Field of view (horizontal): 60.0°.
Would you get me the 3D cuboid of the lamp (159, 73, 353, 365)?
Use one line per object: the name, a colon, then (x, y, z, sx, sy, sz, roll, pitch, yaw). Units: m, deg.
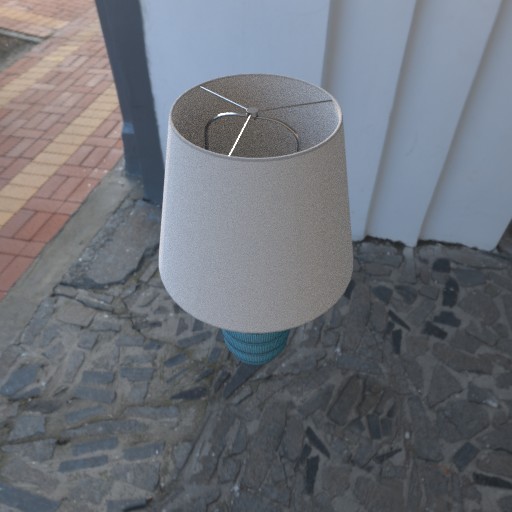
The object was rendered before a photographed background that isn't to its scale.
lamp: (0.000, 0.000, 0.823, 0.355, 0.582, 0.355, 0, 46, 0)
